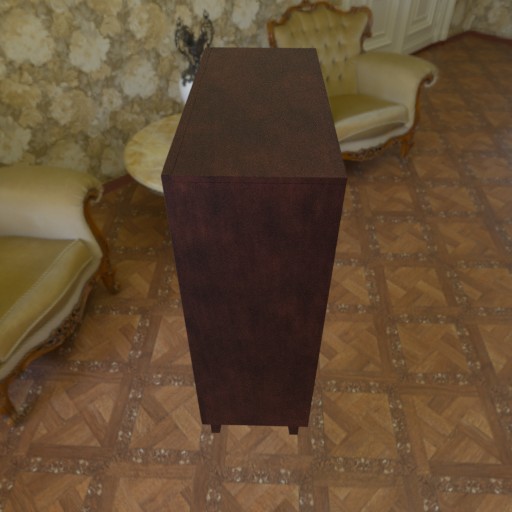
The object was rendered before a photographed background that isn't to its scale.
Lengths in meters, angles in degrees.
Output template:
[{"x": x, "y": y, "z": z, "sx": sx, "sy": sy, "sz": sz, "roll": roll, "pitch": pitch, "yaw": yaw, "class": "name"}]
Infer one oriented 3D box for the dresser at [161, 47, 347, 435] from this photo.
[{"x": 0.000, "y": 0.000, "z": 2.065, "sx": 0.506, "sy": 1.514, "sz": 1.072, "roll": 1, "pitch": 42, "yaw": 1, "class": "dresser"}]
